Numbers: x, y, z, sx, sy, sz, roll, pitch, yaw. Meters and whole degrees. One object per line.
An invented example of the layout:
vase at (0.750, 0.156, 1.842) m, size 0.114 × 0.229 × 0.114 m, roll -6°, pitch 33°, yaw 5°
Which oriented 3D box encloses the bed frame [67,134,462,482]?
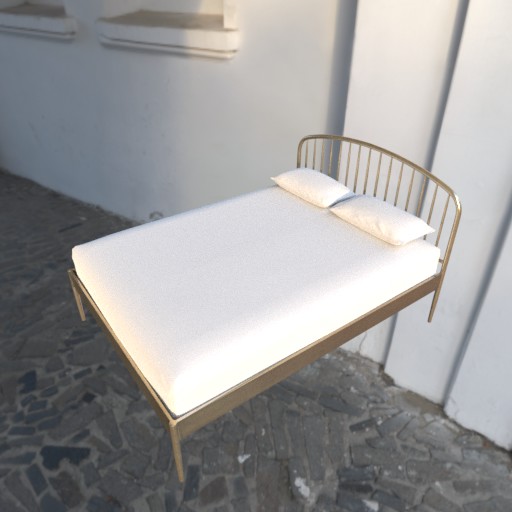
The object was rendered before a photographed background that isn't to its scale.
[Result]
bed frame at (0.000, 0.000, 3.070) m, size 2.152 × 1.175 × 1.612 m, roll -21°, pitch 38°, yaw -30°
